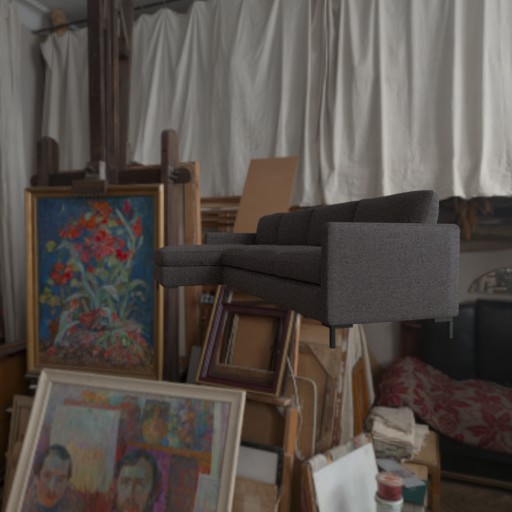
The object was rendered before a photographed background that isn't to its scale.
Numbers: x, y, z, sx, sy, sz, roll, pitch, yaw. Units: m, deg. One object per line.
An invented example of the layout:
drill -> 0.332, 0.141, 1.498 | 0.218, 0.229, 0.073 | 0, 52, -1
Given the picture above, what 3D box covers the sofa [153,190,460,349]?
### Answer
sofa -> 0.000, 0.000, 3.269 | 1.258, 0.754, 2.731 | -1, 2, -18
